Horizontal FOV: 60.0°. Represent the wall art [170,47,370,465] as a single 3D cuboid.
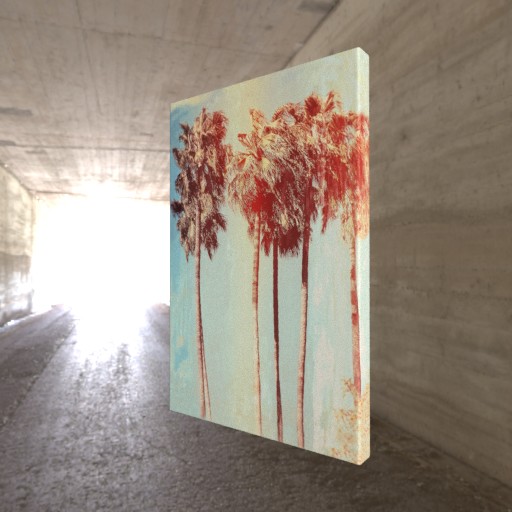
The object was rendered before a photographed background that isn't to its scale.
[{"bbox_3d":[0.000,0.000,0.776,0.401,0.610,0.038,0,-1,36],"label":"wall art"}]
